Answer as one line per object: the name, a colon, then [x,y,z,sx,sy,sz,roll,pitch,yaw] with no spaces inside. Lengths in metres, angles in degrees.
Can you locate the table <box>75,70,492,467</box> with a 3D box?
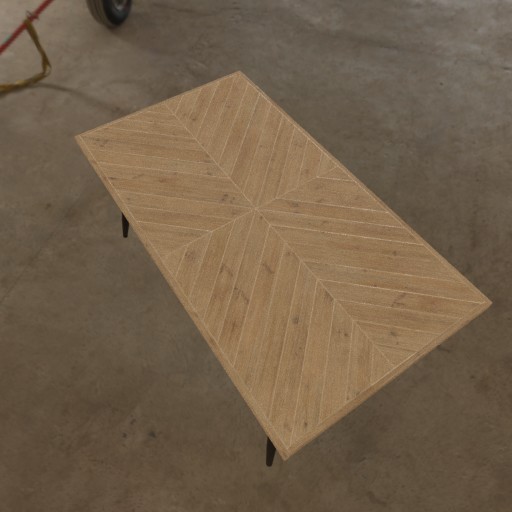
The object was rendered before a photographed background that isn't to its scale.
table: [0.000,0.000,2.291,0.991,0.762,1.803,-29,61,-18]
